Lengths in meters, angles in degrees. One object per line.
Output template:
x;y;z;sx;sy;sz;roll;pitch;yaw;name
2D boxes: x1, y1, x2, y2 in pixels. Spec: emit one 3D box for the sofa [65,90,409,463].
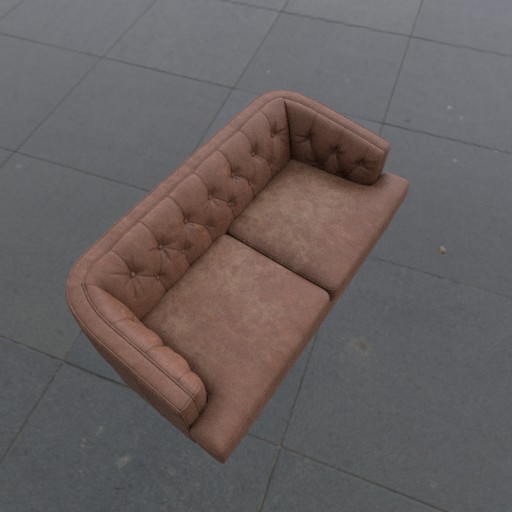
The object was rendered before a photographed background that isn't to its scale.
0.000;0.000;2.292;0.914;0.786;1.755;31;62;19;sofa
